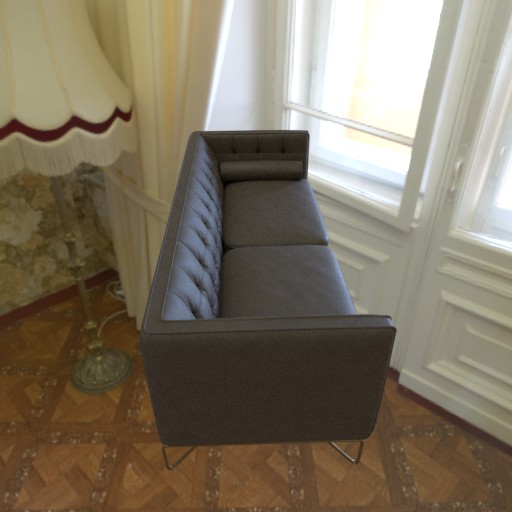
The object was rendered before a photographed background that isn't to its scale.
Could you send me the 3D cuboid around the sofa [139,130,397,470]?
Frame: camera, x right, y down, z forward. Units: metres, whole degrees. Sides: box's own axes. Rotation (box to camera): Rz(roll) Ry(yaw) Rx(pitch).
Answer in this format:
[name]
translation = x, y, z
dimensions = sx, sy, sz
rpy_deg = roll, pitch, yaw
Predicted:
[sofa]
translation = 0.000, 0.000, 2.493
dimensions = 0.867, 0.789, 2.087
rpy_deg = -1, 33, -2
